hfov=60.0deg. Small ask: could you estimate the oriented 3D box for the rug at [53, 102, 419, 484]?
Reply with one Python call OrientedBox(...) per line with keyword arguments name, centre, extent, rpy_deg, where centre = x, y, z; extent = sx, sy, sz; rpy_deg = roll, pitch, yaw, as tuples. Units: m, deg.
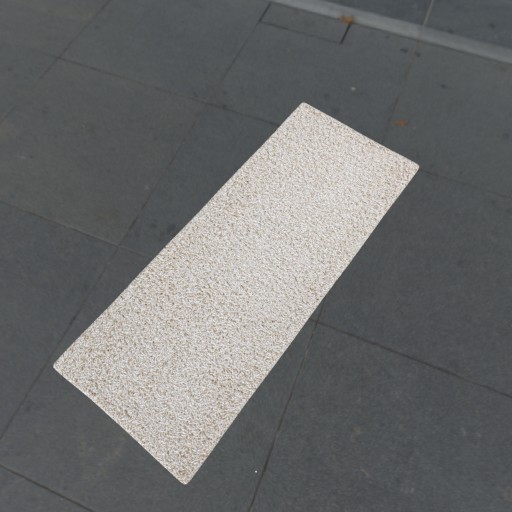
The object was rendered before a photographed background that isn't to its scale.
OrientedBox(name="rug", centre=(0.000, 0.000, 1.714), extent=(0.609, 0.030, 1.524), rpy_deg=(34, 69, 15))
